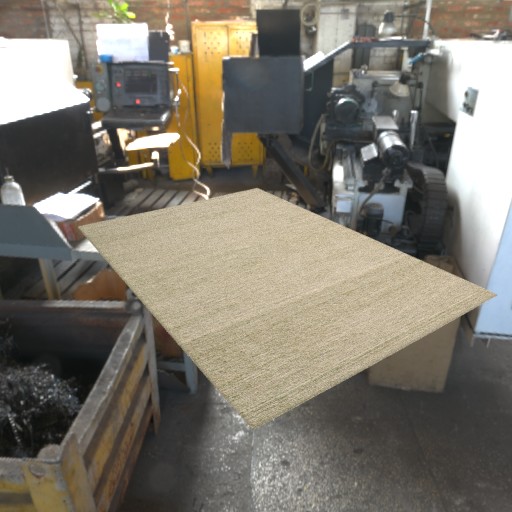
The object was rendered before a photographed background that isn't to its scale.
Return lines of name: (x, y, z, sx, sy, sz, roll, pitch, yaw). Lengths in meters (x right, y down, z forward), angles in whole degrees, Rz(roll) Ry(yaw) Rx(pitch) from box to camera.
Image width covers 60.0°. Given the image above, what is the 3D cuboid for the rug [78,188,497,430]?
rug: (0.000, 0.000, 4.880, 2.782, 0.025, 3.935, -17, 31, -31)
